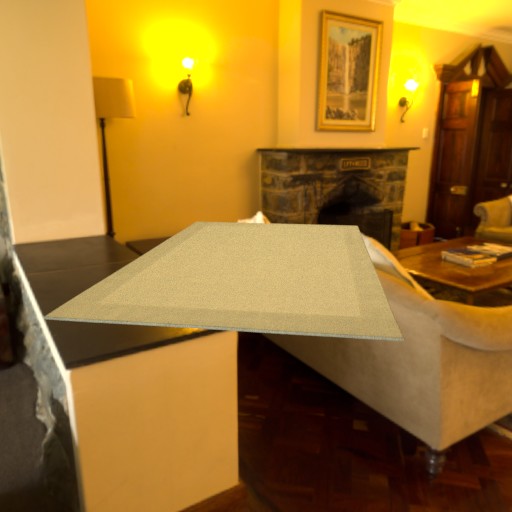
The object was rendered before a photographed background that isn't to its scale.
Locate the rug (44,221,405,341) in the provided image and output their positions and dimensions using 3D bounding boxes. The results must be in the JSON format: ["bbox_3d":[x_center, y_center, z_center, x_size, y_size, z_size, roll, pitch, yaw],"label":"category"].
[{"bbox_3d":[0.000,0.000,2.993,1.524,0.014,2.438,2,14,8],"label":"rug"}]
